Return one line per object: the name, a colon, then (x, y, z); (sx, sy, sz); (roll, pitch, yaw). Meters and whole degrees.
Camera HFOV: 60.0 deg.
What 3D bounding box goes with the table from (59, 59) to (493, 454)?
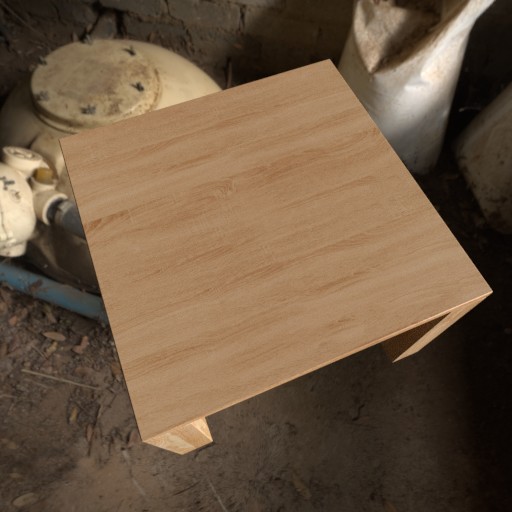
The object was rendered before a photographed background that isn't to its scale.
table: (0.000, 0.000, 1.139); (0.700, 0.450, 0.700); (-20, 65, -10)
